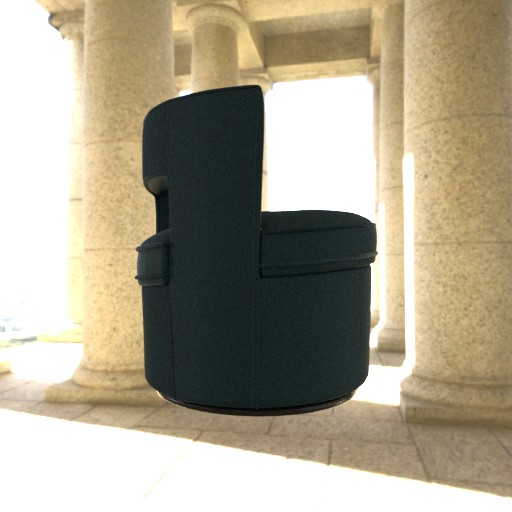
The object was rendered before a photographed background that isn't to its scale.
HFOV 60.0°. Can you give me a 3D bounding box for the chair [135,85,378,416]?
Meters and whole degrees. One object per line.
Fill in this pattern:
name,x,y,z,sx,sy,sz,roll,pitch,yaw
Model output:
chair,0.000,0.000,1.250,0.660,0.711,0.684,0,-2,-18
